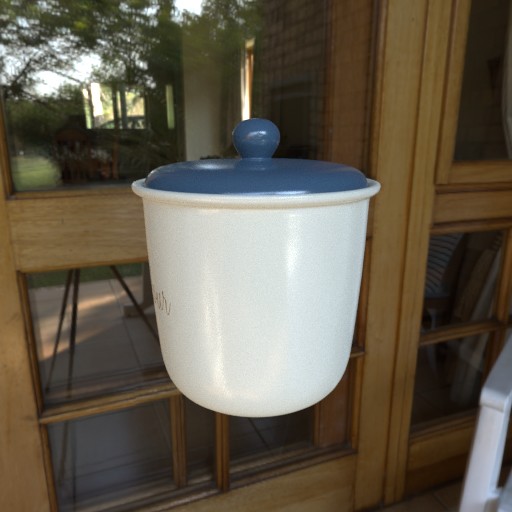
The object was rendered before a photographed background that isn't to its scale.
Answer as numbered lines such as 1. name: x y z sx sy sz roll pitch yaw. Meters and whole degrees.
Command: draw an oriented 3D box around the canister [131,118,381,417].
1. canister: 0.000 0.000 0.350 0.182 0.208 0.182 0 15 0
